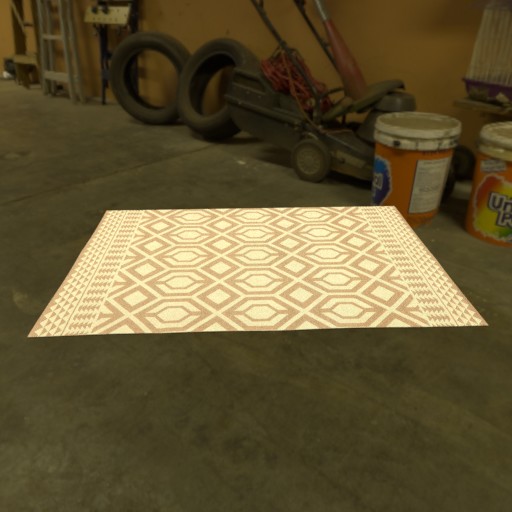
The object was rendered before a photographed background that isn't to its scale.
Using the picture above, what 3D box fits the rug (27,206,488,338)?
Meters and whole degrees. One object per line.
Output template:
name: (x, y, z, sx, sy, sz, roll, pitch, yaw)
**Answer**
rug: (0.000, 0.000, 2.286, 1.829, 0.008, 1.219, -1, 30, -2)
